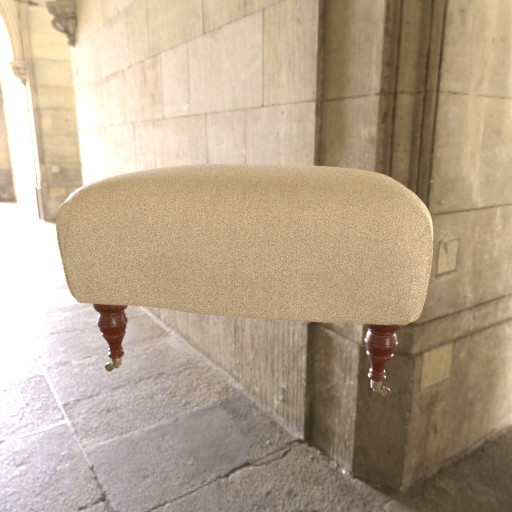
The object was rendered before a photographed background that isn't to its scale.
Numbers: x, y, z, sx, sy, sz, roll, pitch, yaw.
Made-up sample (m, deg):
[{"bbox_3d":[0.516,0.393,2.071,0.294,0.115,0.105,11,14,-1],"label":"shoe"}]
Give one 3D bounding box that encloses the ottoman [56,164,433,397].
[{"bbox_3d":[0.000,0.000,1.115,0.747,0.450,0.622,2,14,10],"label":"ottoman"}]
